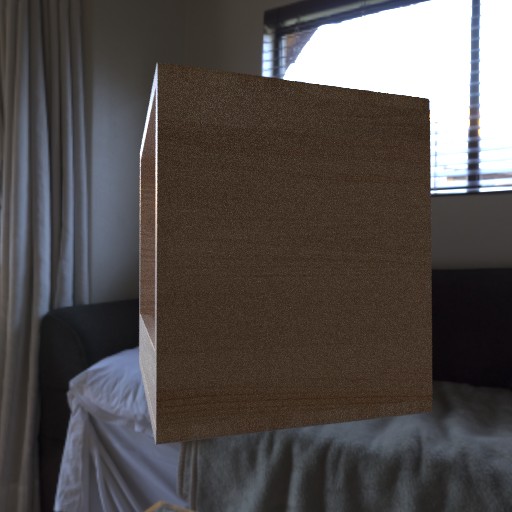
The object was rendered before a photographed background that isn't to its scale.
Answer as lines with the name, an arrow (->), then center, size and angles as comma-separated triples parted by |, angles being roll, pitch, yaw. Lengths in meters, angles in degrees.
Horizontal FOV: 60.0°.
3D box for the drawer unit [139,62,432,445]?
drawer unit -> 0.000, 0.000, 0.600 | 0.290, 0.344, 0.344 | 0, -1, -17
